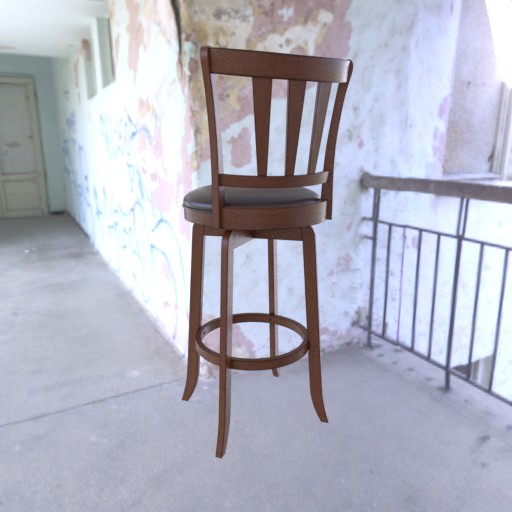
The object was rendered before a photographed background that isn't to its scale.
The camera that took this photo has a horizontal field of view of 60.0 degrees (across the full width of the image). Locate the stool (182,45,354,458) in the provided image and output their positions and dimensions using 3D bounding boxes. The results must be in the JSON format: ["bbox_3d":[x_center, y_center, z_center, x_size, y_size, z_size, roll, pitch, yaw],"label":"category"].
[{"bbox_3d":[0.000,0.000,1.455,0.464,1.177,0.503,-7,16,-26],"label":"stool"}]
